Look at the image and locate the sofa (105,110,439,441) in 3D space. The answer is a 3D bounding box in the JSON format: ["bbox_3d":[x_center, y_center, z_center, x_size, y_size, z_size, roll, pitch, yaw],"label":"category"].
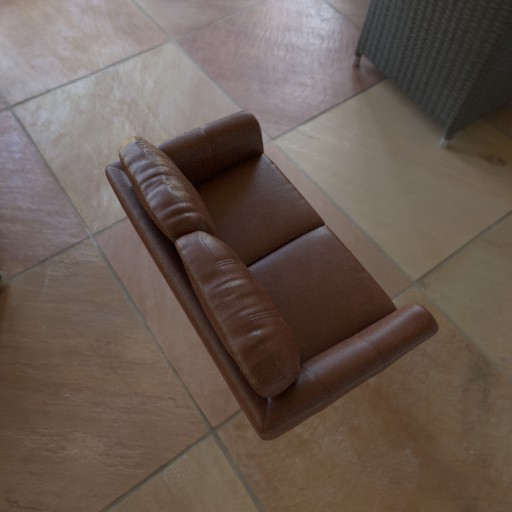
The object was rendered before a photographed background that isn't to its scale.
[{"bbox_3d":[0.000,0.000,1.973,0.805,0.906,1.406,-29,64,-16],"label":"sofa"}]
